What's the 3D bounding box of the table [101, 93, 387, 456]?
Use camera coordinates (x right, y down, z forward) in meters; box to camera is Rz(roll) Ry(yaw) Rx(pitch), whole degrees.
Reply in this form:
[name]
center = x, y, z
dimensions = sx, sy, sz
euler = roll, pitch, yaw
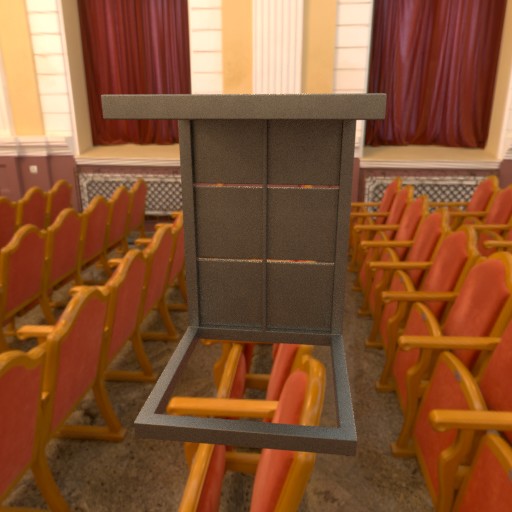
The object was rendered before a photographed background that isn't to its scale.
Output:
[table]
center = 0.000, 0.000, 0.911
dimensions = 0.405, 0.609, 0.420
euler = 2, 18, 6
